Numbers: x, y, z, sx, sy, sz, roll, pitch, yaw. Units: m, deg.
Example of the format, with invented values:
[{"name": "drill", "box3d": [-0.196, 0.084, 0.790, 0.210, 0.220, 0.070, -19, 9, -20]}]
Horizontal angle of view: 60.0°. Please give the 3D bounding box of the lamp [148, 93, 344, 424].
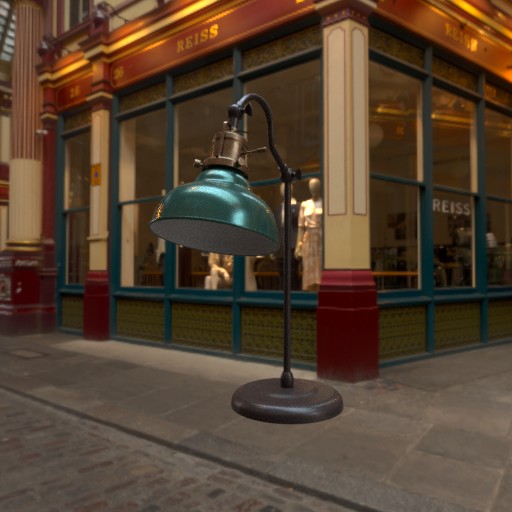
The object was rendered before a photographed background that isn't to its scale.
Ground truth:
[{"name": "lamp", "box3d": [0.000, 0.000, 0.693, 0.192, 0.508, 0.374, -1, -1, 36]}]
